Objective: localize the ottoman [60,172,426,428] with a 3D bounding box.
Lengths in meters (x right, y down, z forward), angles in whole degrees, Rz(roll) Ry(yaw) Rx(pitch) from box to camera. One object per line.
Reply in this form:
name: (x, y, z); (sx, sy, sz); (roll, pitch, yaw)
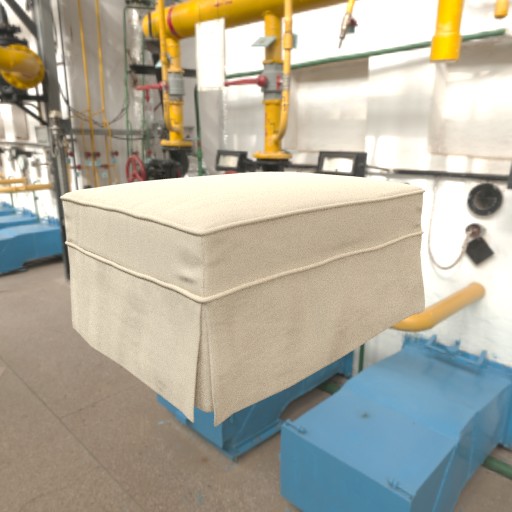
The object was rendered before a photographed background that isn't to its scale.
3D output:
ottoman: (0.000, 0.000, 1.359); (0.944, 0.479, 0.703); (-14, 21, -42)
